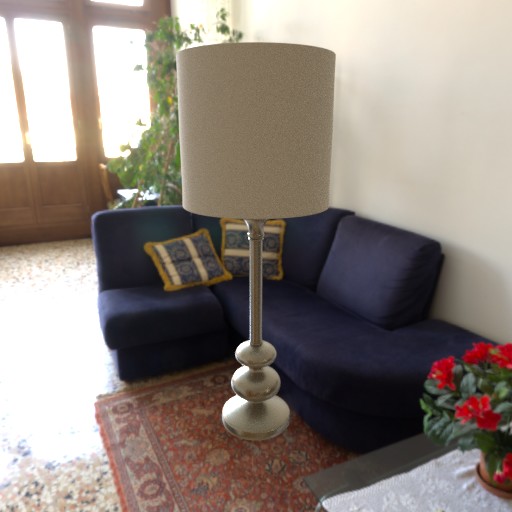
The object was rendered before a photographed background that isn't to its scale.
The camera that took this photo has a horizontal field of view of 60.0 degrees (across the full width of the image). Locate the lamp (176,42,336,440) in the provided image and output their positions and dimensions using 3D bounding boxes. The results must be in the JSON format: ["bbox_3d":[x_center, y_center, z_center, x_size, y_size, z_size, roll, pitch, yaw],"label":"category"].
[{"bbox_3d":[0.000,0.000,0.804,0.254,0.690,0.254,8,18,26],"label":"lamp"}]
